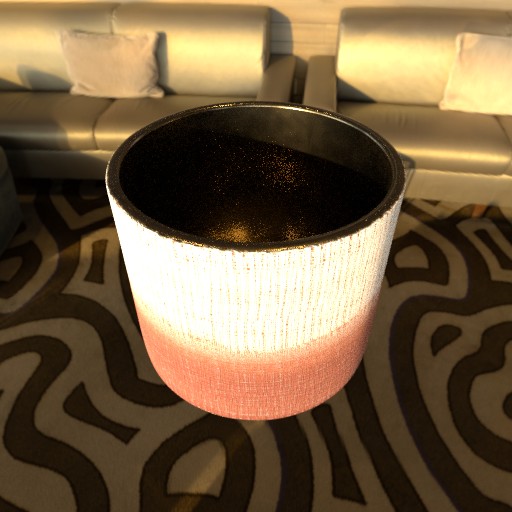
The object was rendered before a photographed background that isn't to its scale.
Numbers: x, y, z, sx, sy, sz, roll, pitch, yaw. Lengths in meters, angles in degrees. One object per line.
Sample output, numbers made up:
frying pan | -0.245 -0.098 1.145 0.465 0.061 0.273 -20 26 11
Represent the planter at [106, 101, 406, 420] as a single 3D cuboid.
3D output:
planter | 0.000 0.000 0.316 0.178 0.157 0.178 0 41 0
